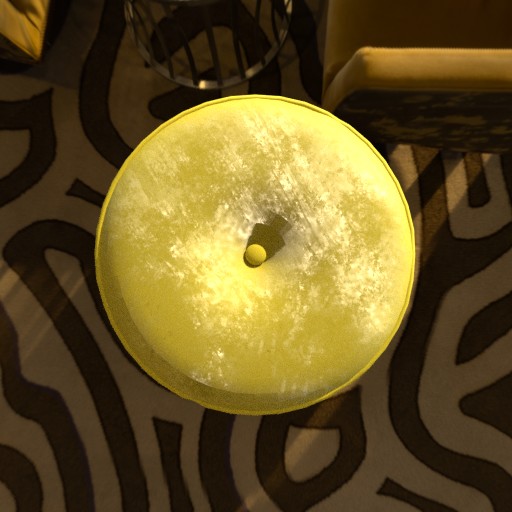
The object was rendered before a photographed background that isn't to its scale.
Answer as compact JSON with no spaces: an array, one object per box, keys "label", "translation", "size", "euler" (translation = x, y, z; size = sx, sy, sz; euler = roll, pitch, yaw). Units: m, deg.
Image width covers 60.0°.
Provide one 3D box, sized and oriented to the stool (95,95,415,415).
[{"label":"stool","translation":[0.000,0.000,0.798],"size":[0.409,0.508,0.409],"euler":[0,90,0]}]
